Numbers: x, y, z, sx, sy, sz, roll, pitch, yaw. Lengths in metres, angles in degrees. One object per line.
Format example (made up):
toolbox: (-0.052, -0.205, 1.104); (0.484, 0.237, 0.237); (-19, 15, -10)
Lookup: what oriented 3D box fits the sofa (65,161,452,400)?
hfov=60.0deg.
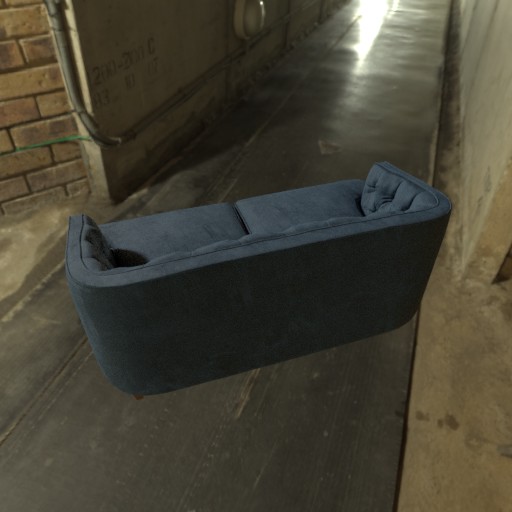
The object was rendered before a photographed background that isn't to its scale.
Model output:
sofa: (0.000, 0.000, 2.295); (1.733, 0.854, 0.941); (-12, 42, -13)
